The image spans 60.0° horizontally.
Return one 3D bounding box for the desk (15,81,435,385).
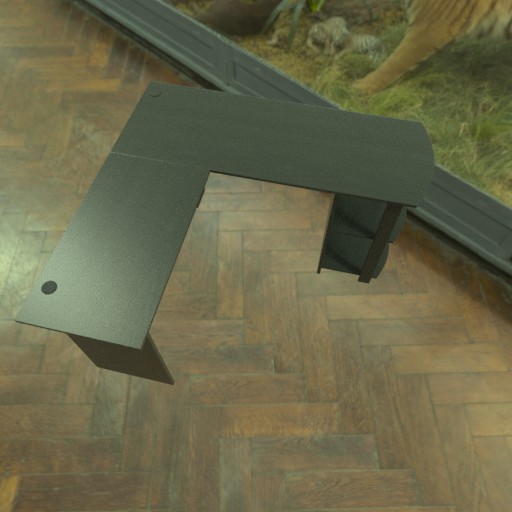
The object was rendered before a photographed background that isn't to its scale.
[{"bbox_3d":[0.000,0.000,2.043,1.361,0.716,1.303,11,58,7],"label":"desk"}]
